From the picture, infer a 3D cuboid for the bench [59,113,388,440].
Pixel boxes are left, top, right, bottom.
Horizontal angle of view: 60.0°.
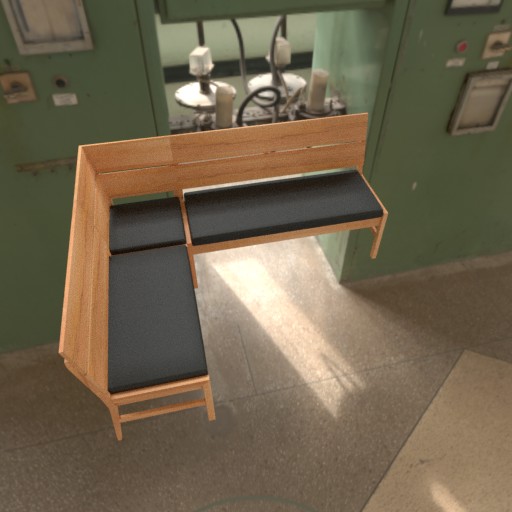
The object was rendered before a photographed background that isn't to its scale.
[{"bbox_3d":[0.000,0.000,2.741,1.948,0.890,1.548,-9,47,-9],"label":"bench"}]
